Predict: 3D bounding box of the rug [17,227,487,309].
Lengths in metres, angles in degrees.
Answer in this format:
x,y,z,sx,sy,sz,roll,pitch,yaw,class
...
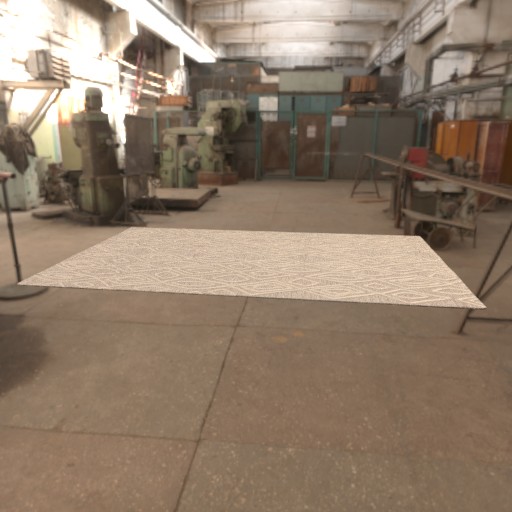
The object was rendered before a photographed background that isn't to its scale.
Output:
x,y,z,sx,sy,sz,roll,pitch,yaw,class
0.000,0.000,2.992,2.442,0.010,1.546,2,16,8,rug
